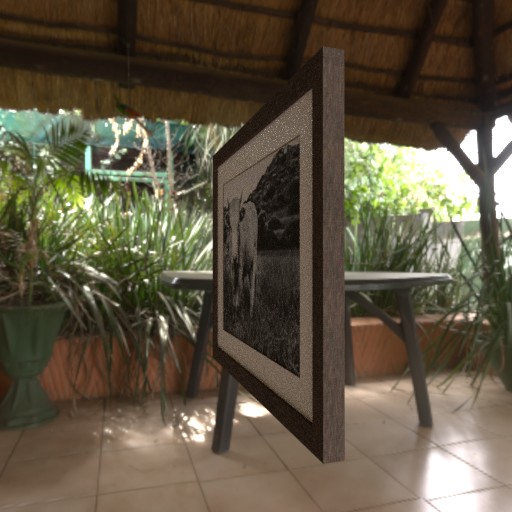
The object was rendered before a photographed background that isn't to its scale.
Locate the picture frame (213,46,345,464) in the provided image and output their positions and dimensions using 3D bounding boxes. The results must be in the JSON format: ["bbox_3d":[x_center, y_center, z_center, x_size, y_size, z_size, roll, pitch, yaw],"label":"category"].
[{"bbox_3d":[0.000,0.000,0.746,0.026,0.455,0.546,0,0,-18],"label":"picture frame"}]
